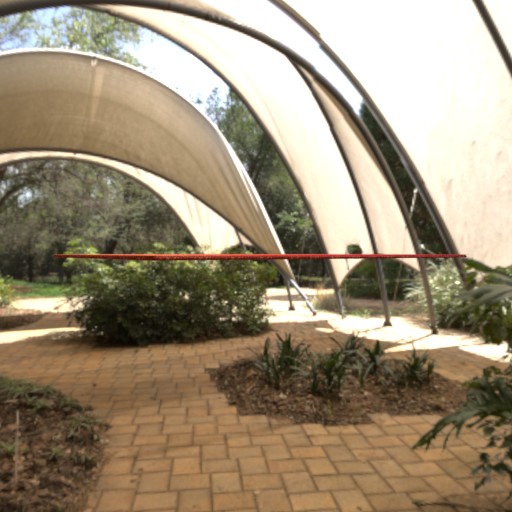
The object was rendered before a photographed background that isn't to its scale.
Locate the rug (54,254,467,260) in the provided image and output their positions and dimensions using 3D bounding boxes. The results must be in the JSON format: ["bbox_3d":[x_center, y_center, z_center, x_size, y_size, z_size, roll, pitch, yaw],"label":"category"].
[{"bbox_3d":[0.000,0.000,3.958,2.905,0.028,2.340,0,0,-36],"label":"rug"}]
